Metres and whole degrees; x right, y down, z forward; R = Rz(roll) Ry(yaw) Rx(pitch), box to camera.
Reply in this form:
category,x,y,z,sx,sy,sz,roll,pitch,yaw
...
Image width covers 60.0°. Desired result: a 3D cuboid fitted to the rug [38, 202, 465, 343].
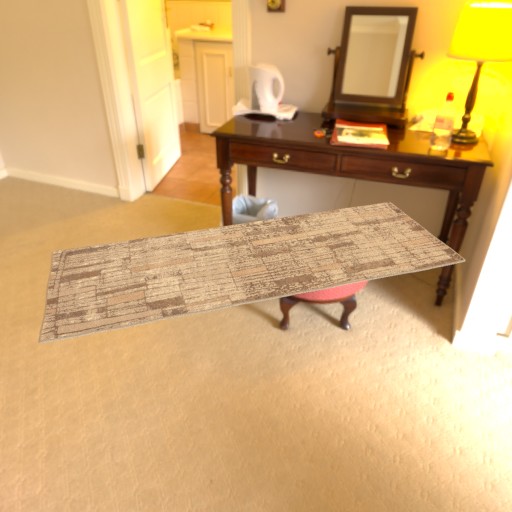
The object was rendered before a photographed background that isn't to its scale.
category,x,y,z,sx,sy,sz,roll,pitch,yaw
rug,0.000,0.000,2.700,2.383,0.018,0.857,-9,34,-14
